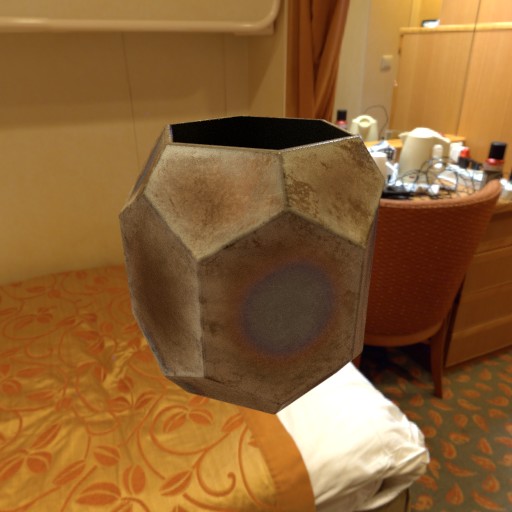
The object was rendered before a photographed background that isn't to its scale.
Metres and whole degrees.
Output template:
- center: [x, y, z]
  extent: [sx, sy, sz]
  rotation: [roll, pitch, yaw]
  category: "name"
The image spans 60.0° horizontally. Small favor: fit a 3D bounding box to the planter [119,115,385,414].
- center: [0.000, 0.000, 0.428]
  extent: [0.221, 0.238, 0.243]
  rotation: [8, 27, 17]
  category: "planter"
